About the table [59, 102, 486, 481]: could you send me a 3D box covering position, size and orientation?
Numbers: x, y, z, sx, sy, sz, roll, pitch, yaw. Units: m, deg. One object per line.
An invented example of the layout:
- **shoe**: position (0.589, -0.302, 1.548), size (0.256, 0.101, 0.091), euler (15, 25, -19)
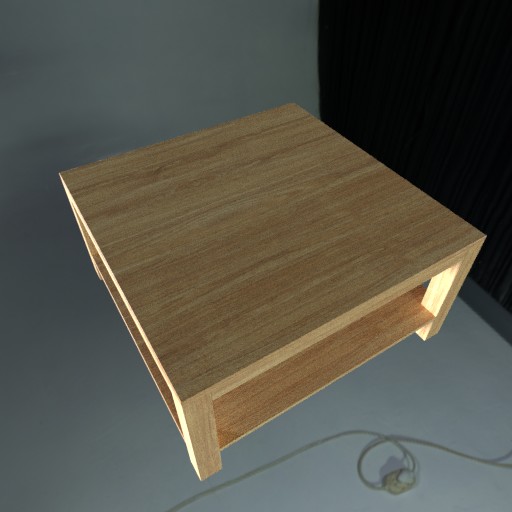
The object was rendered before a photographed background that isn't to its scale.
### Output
- **table**: position (0.000, 0.000, 1.452), size (0.900, 0.450, 0.900), euler (-24, 50, -22)
